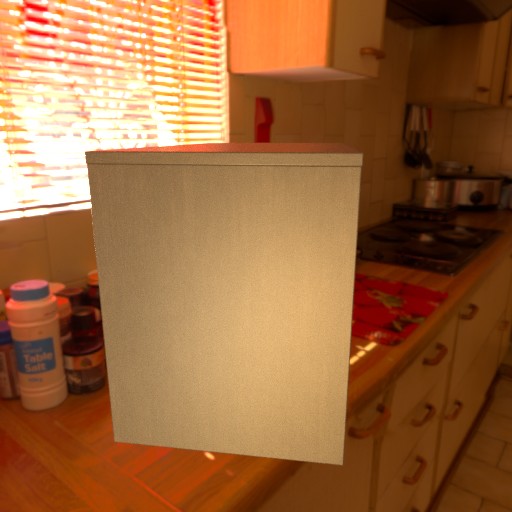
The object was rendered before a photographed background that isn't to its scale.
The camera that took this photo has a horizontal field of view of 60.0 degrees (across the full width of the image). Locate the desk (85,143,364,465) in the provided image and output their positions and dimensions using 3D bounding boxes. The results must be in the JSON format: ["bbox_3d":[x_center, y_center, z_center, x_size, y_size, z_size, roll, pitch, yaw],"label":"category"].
[{"bbox_3d":[0.000,0.000,1.554,0.600,0.750,1.100,2,15,8],"label":"desk"}]
